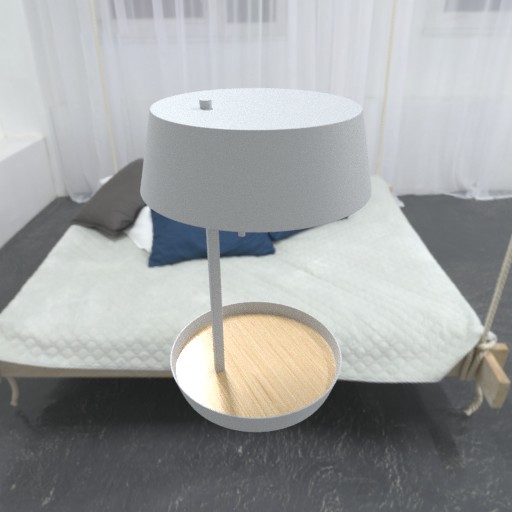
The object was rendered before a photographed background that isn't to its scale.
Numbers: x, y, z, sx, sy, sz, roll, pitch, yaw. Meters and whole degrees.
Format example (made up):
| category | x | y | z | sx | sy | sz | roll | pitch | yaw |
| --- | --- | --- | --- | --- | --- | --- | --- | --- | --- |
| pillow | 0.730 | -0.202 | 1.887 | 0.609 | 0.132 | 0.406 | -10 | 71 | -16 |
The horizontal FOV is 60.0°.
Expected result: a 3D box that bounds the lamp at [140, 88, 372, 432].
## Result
| category | x | y | z | sx | sy | sz | roll | pitch | yaw |
| --- | --- | --- | --- | --- | --- | --- | --- | --- | --- |
| lamp | 0.000 | 0.000 | 0.624 | 0.291 | 0.429 | 0.291 | 0 | 29 | 0 |
